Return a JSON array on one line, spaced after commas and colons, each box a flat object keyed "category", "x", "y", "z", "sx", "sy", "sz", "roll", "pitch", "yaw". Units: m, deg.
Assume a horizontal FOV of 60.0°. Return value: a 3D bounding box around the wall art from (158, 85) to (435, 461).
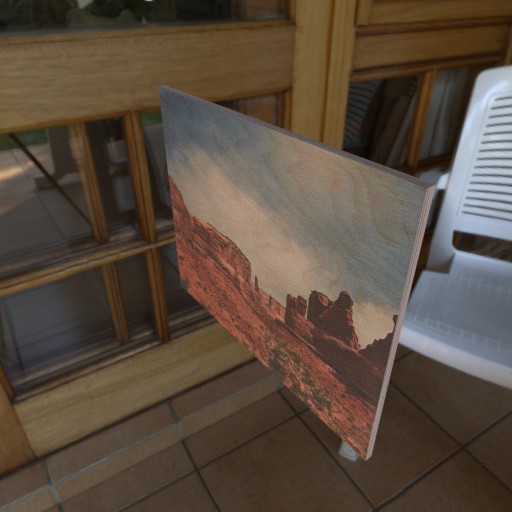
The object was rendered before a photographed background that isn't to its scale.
[{"category": "wall art", "x": 0.000, "y": 0.000, "z": 0.670, "sx": 0.013, "sy": 0.406, "sz": 0.508, "roll": -23, "pitch": 39, "yaw": -31}]
